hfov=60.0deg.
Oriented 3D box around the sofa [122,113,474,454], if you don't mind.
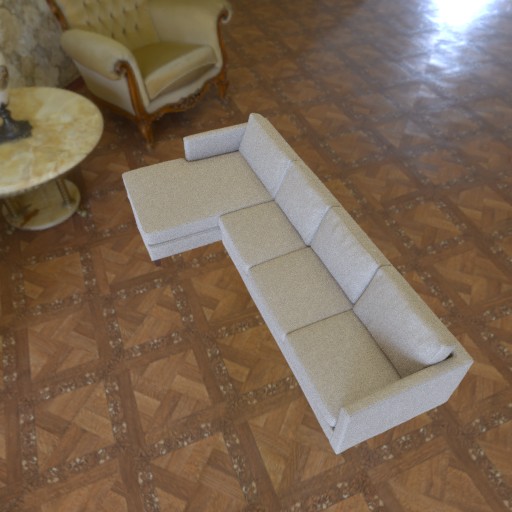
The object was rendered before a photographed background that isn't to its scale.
[{"bbox_3d":[0.000,0.000,3.721,1.625,0.846,3.186,-18,50,-16],"label":"sofa"}]
